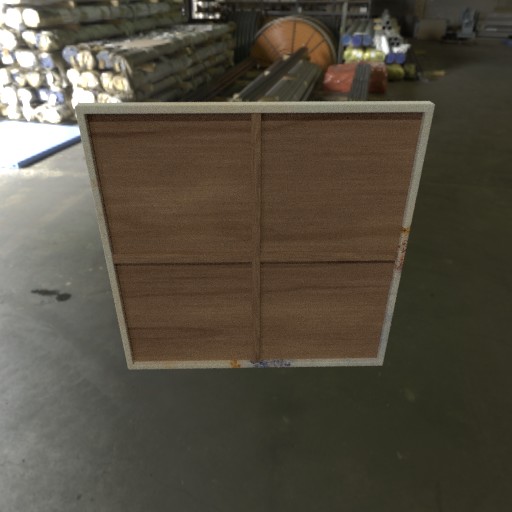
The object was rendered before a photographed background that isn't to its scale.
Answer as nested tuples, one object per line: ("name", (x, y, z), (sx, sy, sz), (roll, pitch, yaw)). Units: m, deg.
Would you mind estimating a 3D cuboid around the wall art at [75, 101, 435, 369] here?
("wall art", (0.000, 0.000, 1.335), (0.889, 0.889, 0.038), (-1, 31, -1))
